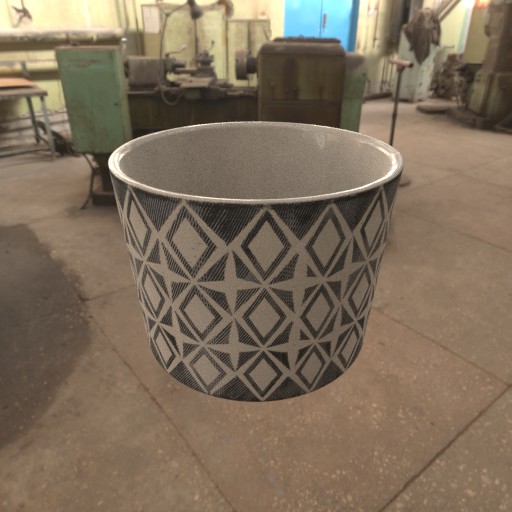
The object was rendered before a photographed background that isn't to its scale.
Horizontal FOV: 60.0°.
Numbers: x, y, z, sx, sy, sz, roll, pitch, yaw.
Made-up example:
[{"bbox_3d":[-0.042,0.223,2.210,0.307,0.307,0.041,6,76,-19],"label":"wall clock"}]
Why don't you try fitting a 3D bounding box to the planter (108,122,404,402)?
[{"bbox_3d":[0.000,0.000,0.457,0.260,0.220,0.260,0,28,0],"label":"planter"}]
